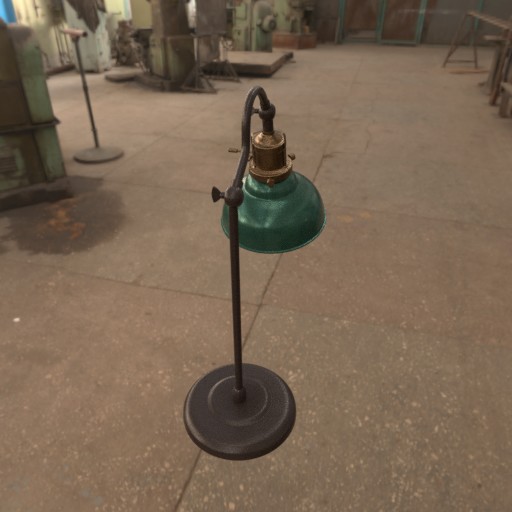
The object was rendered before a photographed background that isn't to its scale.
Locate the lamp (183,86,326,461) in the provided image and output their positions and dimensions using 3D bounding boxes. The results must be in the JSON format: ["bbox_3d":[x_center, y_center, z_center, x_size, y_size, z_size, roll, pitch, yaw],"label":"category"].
[{"bbox_3d":[0.000,0.000,0.698,0.192,0.508,0.374,9,33,15],"label":"lamp"}]
